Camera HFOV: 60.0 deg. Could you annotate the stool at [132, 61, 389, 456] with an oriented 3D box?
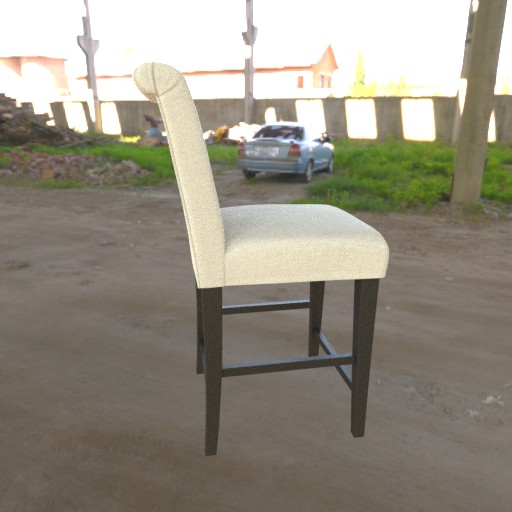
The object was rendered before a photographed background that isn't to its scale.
[{"bbox_3d":[0.000,0.000,1.277,0.597,0.976,0.452,-3,17,-10],"label":"stool"}]
